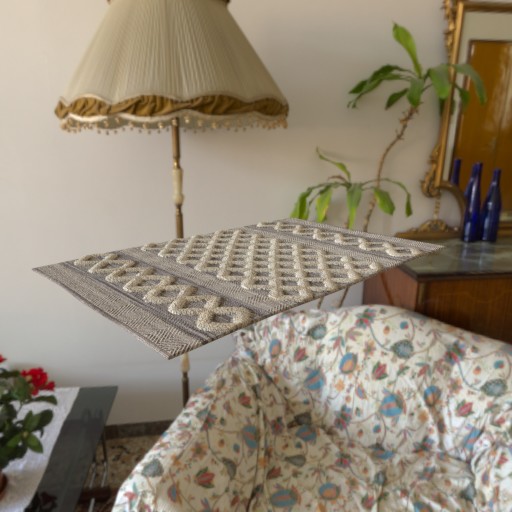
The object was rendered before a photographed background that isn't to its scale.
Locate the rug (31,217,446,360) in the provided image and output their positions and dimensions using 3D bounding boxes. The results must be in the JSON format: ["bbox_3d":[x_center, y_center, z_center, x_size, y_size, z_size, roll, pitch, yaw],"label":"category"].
[{"bbox_3d":[0.000,0.000,2.927,2.333,0.033,1.513,-15,22,-42],"label":"rug"}]
